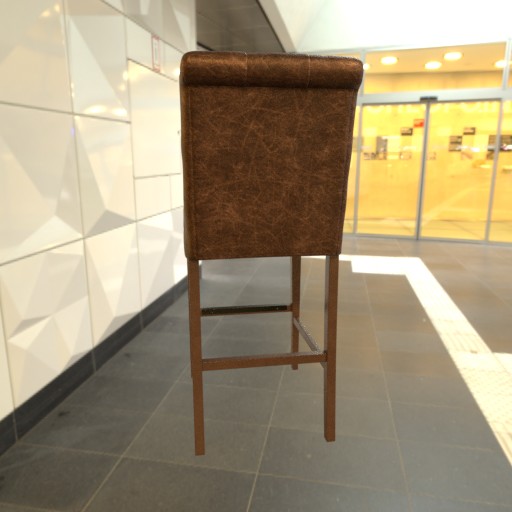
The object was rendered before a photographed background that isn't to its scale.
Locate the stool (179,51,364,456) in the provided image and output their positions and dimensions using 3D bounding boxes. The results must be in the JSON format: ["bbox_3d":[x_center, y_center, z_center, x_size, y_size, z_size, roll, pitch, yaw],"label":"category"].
[{"bbox_3d":[0.000,0.000,1.511,0.483,1.168,0.659,-2,13,-9],"label":"stool"}]
